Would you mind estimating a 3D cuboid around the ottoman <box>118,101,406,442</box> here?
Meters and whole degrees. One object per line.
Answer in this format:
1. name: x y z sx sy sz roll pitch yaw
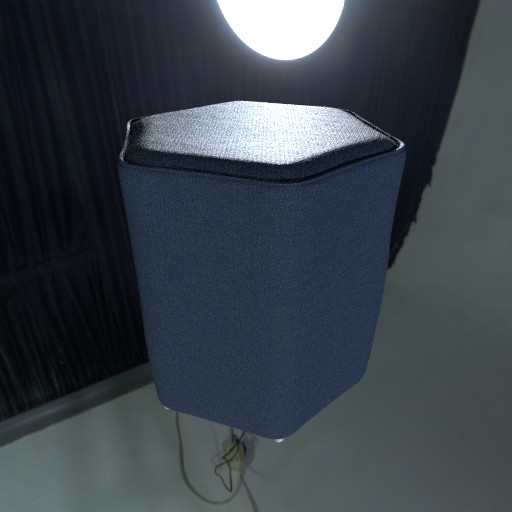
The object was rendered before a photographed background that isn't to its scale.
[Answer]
1. ottoman: 0.000 0.000 0.866 0.492 0.505 0.454 -21 36 -31
